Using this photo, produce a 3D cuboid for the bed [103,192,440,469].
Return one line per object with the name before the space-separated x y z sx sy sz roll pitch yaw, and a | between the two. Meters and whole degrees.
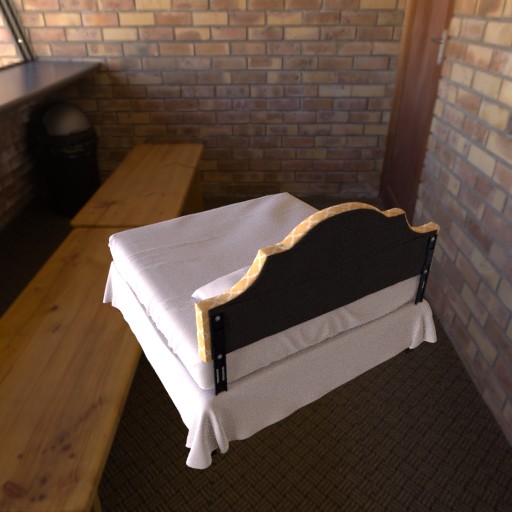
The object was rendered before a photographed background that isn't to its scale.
bed | 0.000 0.000 3.756 2.314 1.601 2.222 -17 34 -27
